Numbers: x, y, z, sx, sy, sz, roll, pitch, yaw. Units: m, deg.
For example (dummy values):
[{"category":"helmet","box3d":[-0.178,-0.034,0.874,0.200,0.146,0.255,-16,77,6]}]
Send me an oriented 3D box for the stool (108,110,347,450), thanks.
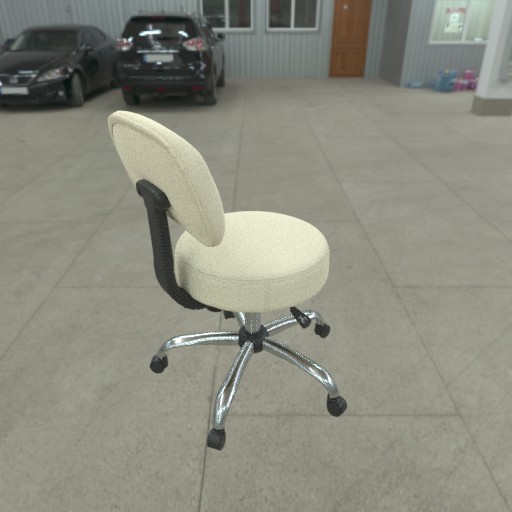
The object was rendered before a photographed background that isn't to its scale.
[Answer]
[{"category":"stool","box3d":[0.000,0.000,1.216,0.616,0.810,0.609,-19,33,-31]}]
